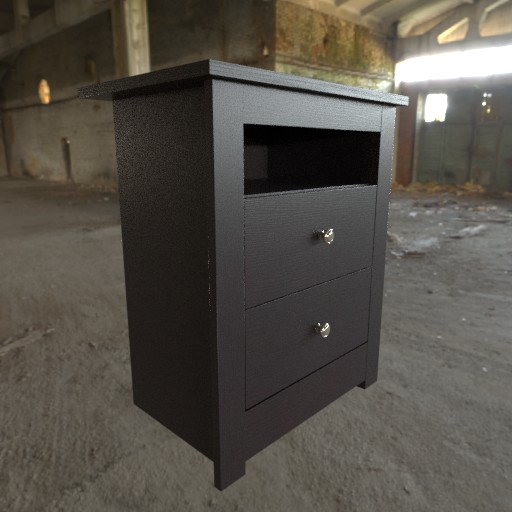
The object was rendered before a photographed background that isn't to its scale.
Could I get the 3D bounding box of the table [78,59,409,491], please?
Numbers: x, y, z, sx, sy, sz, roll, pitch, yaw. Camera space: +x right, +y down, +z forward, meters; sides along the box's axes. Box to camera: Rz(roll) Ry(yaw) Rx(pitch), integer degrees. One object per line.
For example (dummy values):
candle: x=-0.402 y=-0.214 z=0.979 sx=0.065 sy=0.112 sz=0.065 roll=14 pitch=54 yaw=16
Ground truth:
table: x=0.000 y=0.000 z=1.021 sx=0.408 sy=0.711 sz=0.589 roll=13 pitch=18 yaw=43
